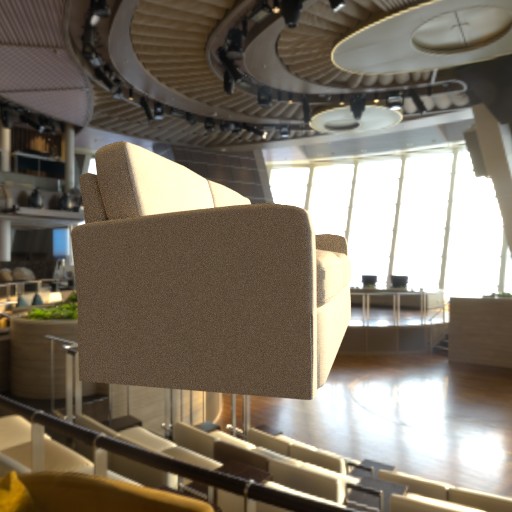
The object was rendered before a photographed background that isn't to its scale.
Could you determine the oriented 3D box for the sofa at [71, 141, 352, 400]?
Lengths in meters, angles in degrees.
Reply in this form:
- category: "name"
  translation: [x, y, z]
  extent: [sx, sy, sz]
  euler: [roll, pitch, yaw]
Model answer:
- category: "sofa"
  translation: [0.000, 0.000, 2.237]
  extent: [0.894, 0.831, 1.808]
  euler: [0, 0, 15]
